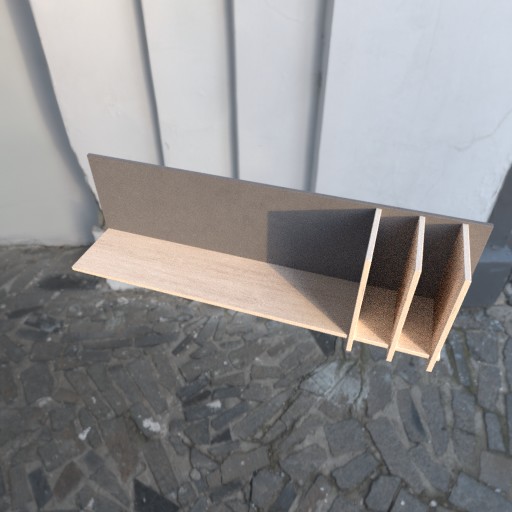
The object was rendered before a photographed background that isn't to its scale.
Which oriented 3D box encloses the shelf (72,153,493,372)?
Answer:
[{"bbox_3d":[0.000,0.000,1.111,1.020,0.300,0.200,12,43,14],"label":"shelf"}]
